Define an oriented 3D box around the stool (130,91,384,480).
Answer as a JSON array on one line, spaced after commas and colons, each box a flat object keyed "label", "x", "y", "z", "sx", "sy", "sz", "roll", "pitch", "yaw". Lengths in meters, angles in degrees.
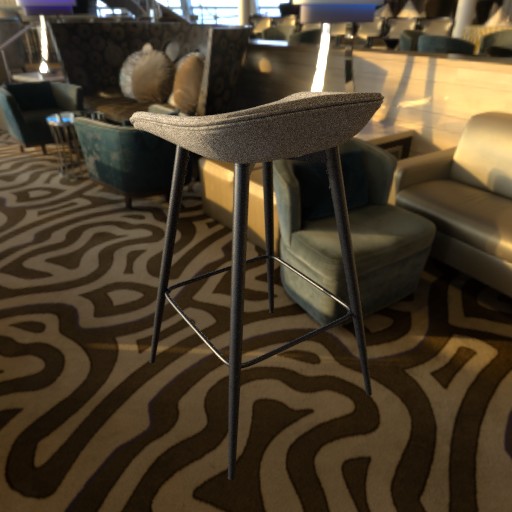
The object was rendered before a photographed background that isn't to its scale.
[{"label": "stool", "x": 0.000, "y": 0.000, "z": 1.103, "sx": 0.469, "sy": 0.814, "sz": 0.480, "roll": -18, "pitch": 34, "yaw": -29}]
